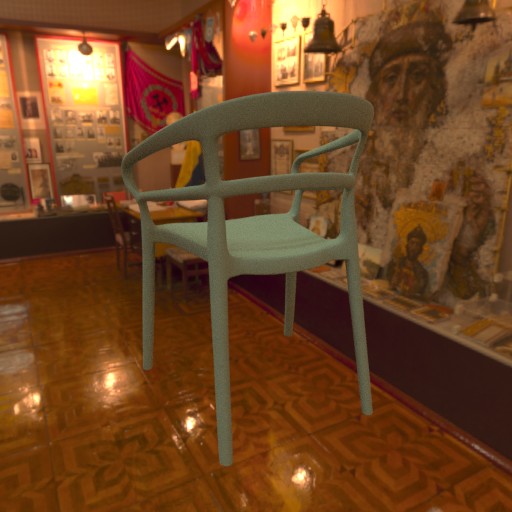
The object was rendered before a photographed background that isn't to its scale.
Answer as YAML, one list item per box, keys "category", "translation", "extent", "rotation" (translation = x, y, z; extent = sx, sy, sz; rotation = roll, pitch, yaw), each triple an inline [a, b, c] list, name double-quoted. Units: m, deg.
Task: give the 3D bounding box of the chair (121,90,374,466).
- category: "chair"
  translation: [0.000, 0.000, 1.144]
  extent: [0.559, 0.761, 0.527]
  rotation: [-8, 17, -26]
